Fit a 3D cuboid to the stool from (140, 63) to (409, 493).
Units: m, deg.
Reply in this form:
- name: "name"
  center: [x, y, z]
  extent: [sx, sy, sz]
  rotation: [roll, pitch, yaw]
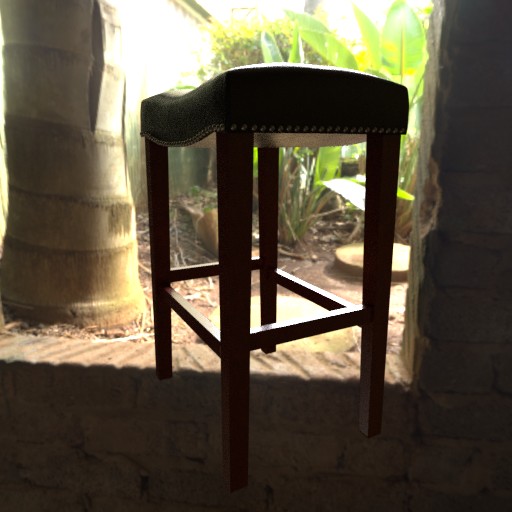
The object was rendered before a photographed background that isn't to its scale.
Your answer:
- name: "stool"
  center: [0.000, 0.000, 1.000]
  extent: [0.372, 0.742, 0.504]
  rotation: [-7, 16, -27]
